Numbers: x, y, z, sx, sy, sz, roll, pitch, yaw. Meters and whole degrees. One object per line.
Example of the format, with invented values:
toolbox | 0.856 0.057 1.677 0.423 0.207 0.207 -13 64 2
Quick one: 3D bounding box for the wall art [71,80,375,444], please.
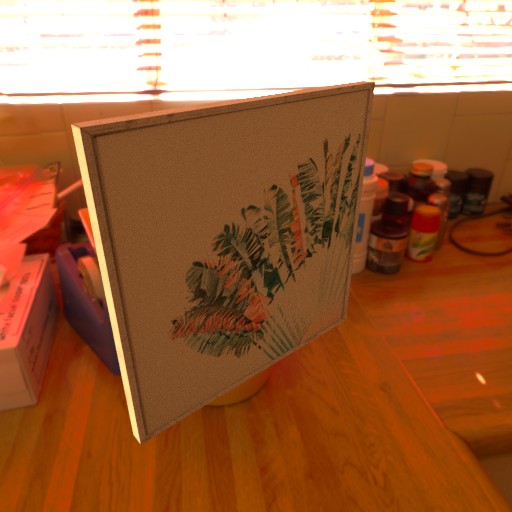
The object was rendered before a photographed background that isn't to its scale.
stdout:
wall art | 0.000 0.000 1.113 0.760 0.757 0.038 -22 36 -34
